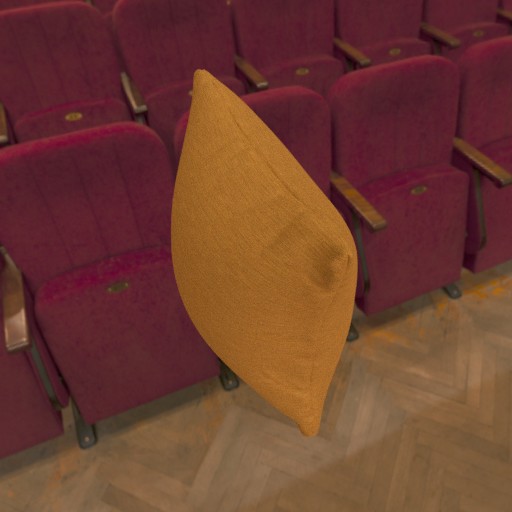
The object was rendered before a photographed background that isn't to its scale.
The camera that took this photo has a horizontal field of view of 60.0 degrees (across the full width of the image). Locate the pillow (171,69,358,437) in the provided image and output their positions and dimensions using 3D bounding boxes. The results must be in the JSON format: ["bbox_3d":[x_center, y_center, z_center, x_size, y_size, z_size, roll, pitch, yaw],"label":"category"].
[{"bbox_3d":[0.000,0.000,0.683,0.247,0.417,0.435,-17,49,-16],"label":"pillow"}]
